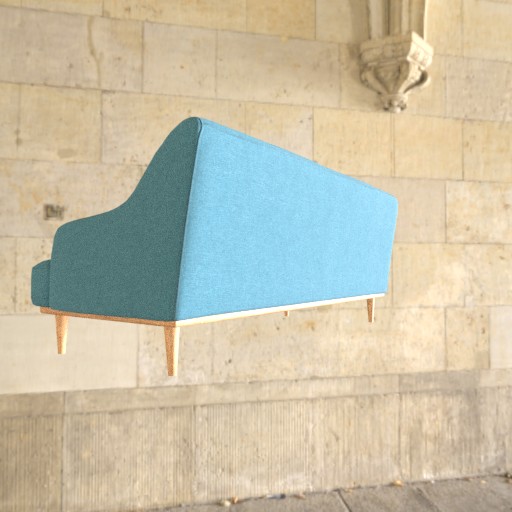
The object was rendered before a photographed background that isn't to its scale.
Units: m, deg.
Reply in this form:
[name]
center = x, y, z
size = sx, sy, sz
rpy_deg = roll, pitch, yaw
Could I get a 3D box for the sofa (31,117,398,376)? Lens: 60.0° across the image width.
[sofa]
center = 0.000, 0.000, 2.464
size = 0.978, 0.871, 2.057
rpy_deg = -1, -2, 35
